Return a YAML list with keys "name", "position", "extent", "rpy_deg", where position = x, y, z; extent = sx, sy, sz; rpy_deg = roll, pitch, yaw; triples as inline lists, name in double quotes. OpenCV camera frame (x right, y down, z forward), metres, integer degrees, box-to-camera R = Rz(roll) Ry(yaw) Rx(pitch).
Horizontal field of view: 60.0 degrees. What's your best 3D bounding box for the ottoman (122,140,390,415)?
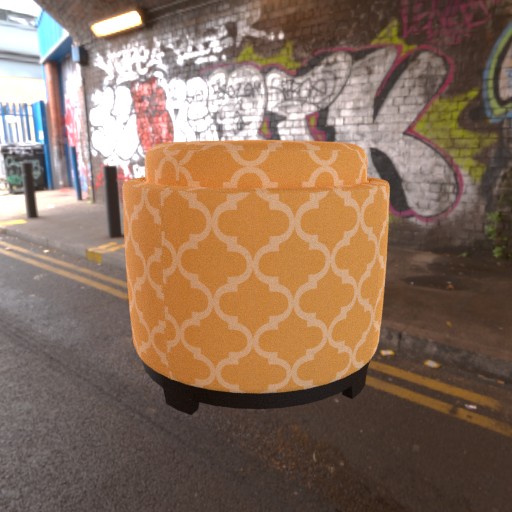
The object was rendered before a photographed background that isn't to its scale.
- name: "ottoman"
  position: [0.000, 0.000, 0.850]
  extent: [0.480, 0.429, 0.480]
  rpy_deg: [0, 14, 0]
